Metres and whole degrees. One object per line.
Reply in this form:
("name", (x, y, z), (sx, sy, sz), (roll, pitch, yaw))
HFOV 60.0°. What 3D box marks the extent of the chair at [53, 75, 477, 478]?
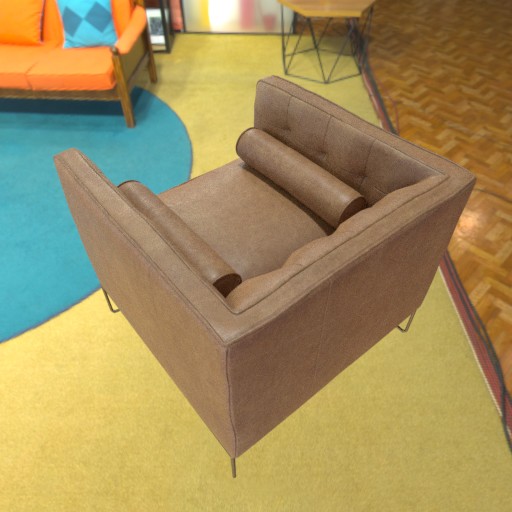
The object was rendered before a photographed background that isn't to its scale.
("chair", (0.000, 0.000, 1.568), (0.920, 0.797, 0.912), (-31, 53, -26))
